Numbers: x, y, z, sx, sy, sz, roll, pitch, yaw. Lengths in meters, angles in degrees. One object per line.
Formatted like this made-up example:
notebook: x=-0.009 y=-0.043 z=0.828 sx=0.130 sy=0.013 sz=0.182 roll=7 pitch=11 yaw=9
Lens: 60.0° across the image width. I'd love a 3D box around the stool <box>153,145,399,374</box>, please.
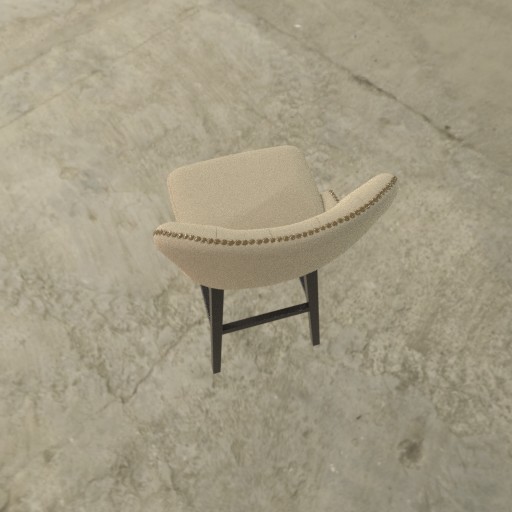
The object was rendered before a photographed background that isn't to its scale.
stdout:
stool: x=0.000 y=0.000 z=1.414 sx=0.528 sy=1.066 sz=0.605 roll=-14 pitch=60 yaw=-8
